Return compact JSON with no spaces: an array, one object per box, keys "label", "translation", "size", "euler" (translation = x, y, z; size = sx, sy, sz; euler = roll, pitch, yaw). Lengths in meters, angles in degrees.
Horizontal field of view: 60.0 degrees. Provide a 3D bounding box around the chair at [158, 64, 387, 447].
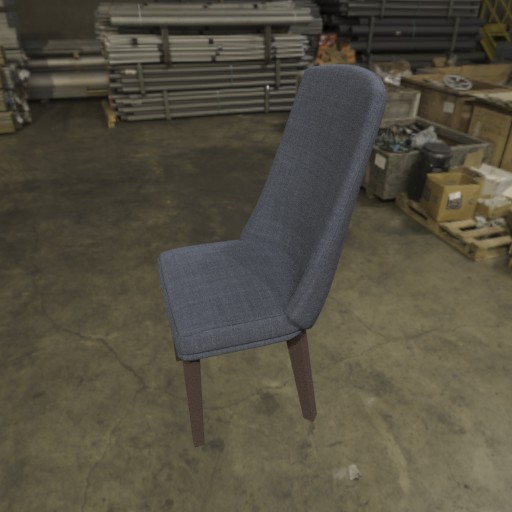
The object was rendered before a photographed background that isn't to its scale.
[{"label":"chair","translation":[0.000,0.000,1.349],"size":[0.577,1.050,0.510],"euler":[-9,31,-15]}]
